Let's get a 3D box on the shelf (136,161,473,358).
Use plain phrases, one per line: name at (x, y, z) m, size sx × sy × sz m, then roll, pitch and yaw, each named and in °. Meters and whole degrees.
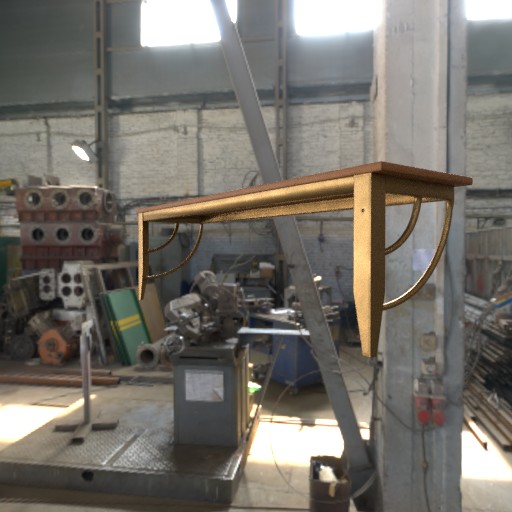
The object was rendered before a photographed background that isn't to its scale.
shelf at (0.000, 0.000, 0.729) m, size 0.166 × 0.190 × 0.636 m, roll -1°, pitch 1°, yaw -36°
